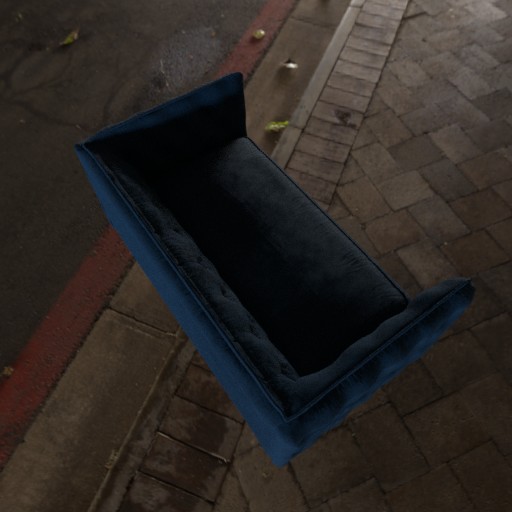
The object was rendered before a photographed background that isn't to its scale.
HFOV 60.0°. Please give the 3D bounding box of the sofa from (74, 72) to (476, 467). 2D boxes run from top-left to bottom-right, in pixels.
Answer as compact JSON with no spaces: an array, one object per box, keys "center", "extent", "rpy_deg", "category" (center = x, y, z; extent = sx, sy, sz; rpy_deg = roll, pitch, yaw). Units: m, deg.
[{"center":[0.000,0.000,2.090],"extent":[0.909,0.810,1.583],"rpy_deg":[-32,64,-18],"category":"sofa"}]
